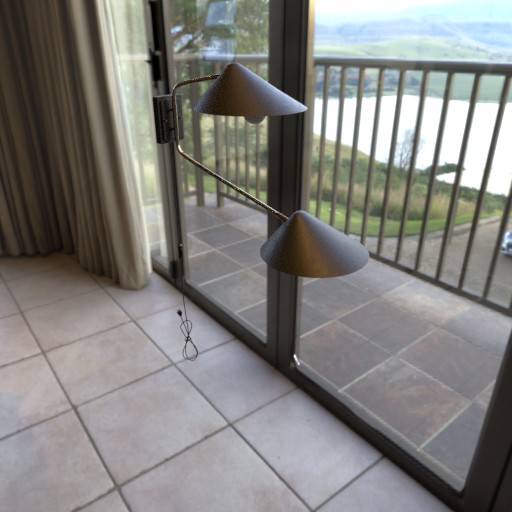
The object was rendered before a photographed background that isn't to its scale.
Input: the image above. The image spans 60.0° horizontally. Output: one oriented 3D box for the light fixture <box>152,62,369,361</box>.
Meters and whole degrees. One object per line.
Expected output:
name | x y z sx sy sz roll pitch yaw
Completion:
light fixture | 0.000 0.000 0.834 0.422 0.665 0.189 16 30 30
